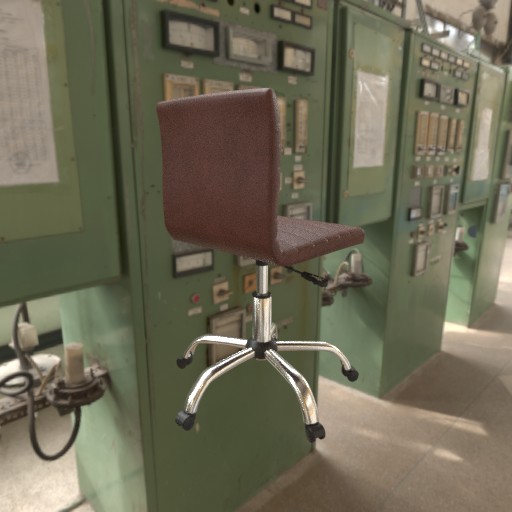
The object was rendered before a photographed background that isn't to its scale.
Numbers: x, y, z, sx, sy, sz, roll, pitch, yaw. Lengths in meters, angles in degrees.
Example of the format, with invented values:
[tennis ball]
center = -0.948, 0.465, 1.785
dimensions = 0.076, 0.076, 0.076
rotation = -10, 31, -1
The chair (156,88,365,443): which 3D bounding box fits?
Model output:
[chair]
center = 0.000, 0.000, 1.165
dimensions = 0.530, 0.780, 0.556
rotation = -13, 19, -43
